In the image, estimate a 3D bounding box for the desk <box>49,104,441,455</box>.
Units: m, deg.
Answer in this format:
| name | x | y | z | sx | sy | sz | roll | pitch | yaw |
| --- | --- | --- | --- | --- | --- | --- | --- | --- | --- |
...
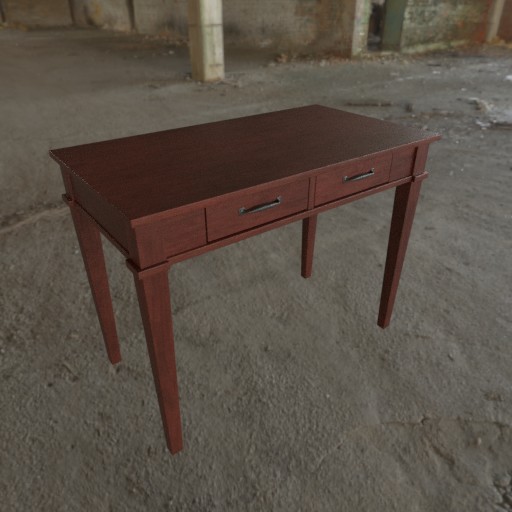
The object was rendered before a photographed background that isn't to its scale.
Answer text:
| name | x | y | z | sx | sy | sz | roll | pitch | yaw |
| --- | --- | --- | --- | --- | --- | --- | --- | --- | --- |
| desk | 0.000 | 0.000 | 1.469 | 1.001 | 0.762 | 0.549 | -21 | 36 | -31 |
